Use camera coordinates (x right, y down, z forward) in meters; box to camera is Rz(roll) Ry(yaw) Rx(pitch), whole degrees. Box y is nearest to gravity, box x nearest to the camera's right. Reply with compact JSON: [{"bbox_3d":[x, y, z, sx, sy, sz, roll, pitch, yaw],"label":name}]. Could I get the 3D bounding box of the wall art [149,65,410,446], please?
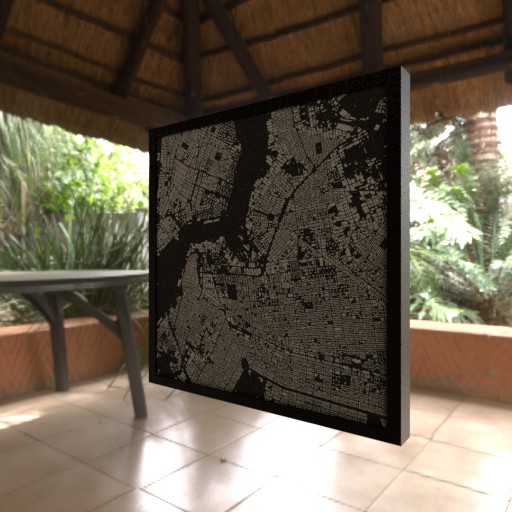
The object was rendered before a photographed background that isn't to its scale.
[{"bbox_3d":[0.000,0.000,0.753,0.506,0.506,0.038,0,0,36],"label":"wall art"}]
